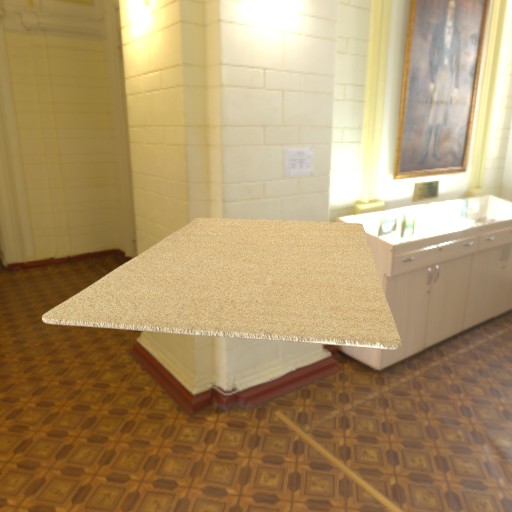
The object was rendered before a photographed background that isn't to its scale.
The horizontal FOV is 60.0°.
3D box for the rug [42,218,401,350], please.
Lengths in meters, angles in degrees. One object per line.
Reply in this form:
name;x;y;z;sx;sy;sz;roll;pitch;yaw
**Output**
rug;0.000;0.000;2.886;1.500;0.026;2.349;3;16;9
